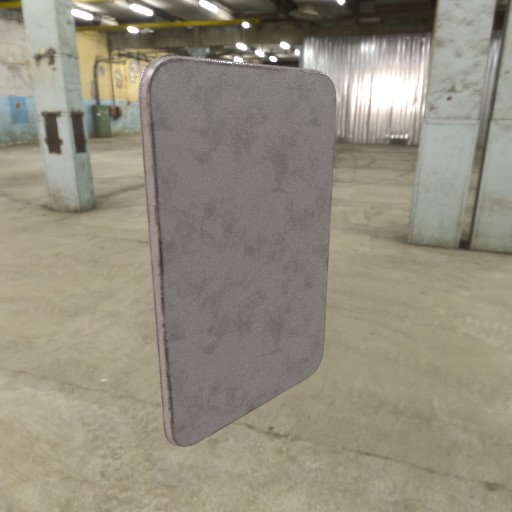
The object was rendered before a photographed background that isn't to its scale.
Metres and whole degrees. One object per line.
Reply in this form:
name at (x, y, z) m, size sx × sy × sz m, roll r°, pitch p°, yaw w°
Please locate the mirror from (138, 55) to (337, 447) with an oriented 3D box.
mirror at (0.000, 0.000, 0.888) m, size 0.461 × 0.713 × 0.024 m, roll -16°, pitch 24°, yaw -41°
